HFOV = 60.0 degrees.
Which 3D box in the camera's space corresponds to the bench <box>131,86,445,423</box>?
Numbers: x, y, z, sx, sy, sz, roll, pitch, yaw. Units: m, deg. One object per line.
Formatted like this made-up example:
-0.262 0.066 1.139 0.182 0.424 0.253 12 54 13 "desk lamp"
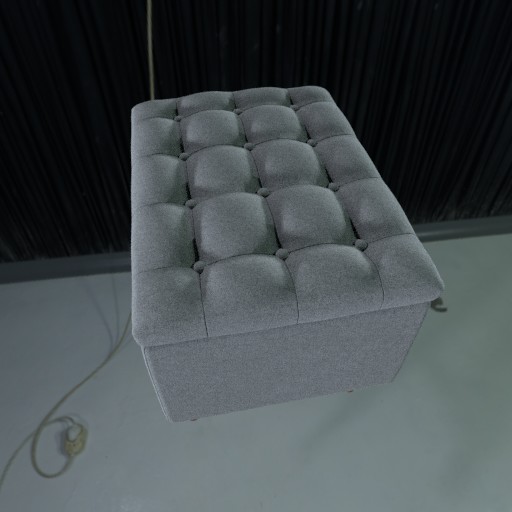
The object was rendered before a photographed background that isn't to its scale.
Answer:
0.000 0.000 0.896 0.417 0.469 0.572 -8 48 -7 "bench"
